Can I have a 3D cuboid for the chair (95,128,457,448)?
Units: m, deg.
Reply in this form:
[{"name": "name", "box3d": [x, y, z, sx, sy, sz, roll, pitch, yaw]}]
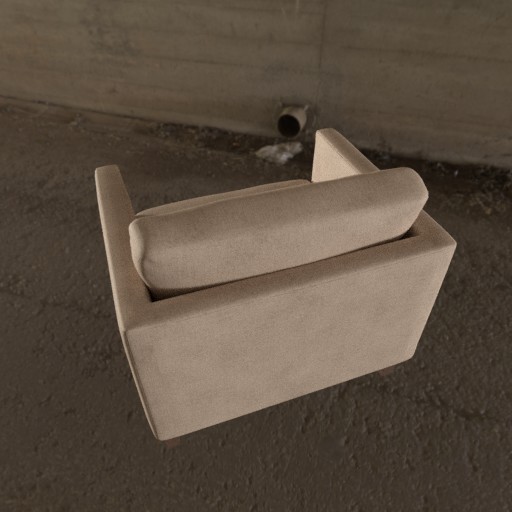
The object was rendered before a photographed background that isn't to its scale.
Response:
[{"name": "chair", "box3d": [0.000, 0.000, 1.842, 1.133, 0.961, 0.959, -13, 44, -15]}]
